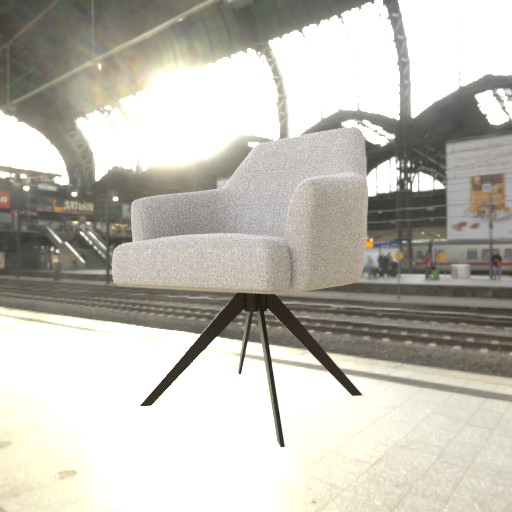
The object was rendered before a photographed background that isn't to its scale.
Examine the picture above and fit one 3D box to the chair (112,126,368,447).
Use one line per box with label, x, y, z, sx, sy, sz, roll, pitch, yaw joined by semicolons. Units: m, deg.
chair;0.000;0.000;1.348;0.642;0.874;0.677;0;-1;35
